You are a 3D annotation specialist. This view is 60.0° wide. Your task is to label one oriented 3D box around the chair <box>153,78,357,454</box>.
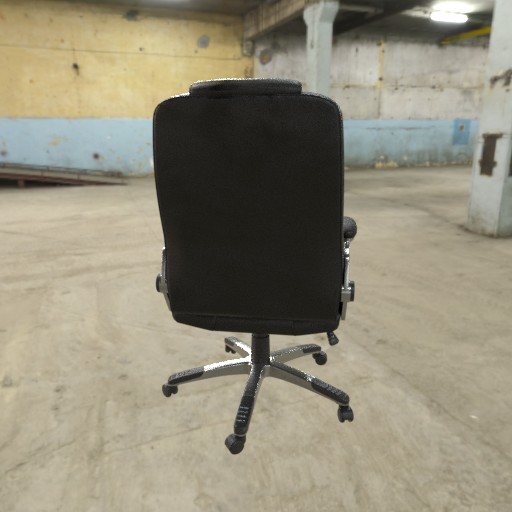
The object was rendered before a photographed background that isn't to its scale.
[{"bbox_3d":[0.000,0.000,1.523,0.697,1.075,0.689,2,15,8],"label":"chair"}]
